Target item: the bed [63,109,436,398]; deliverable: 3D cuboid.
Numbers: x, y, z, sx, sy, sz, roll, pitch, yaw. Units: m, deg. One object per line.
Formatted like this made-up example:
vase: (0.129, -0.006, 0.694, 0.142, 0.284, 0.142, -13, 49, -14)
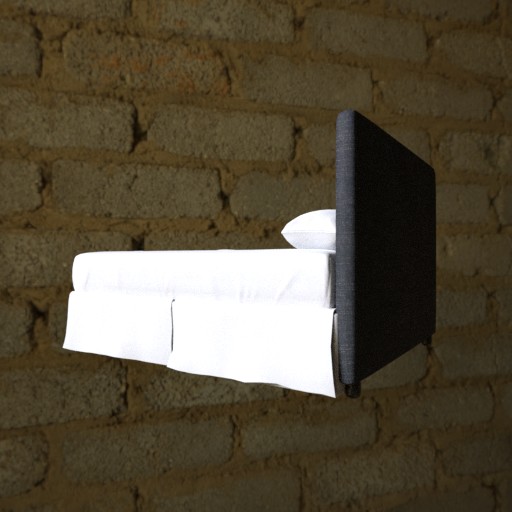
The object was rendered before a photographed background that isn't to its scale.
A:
bed: (0.000, 0.000, 3.200, 2.142, 1.330, 1.723, 0, 0, 34)
